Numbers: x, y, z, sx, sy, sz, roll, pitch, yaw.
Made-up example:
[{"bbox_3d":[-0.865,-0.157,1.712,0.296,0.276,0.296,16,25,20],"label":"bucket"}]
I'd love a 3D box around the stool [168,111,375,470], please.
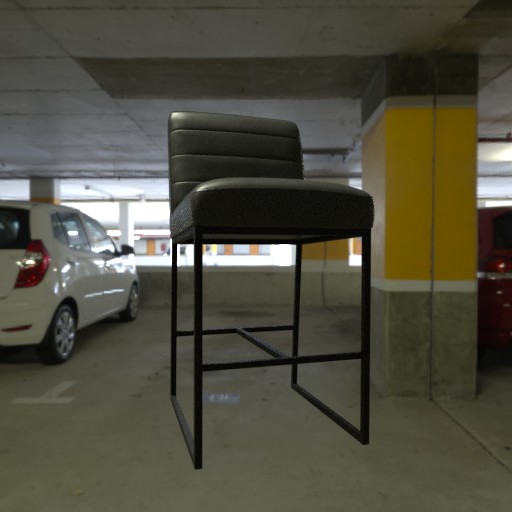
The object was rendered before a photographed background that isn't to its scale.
[{"bbox_3d":[0.000,0.000,1.276,0.457,0.938,0.552,0,1,-17],"label":"stool"}]
